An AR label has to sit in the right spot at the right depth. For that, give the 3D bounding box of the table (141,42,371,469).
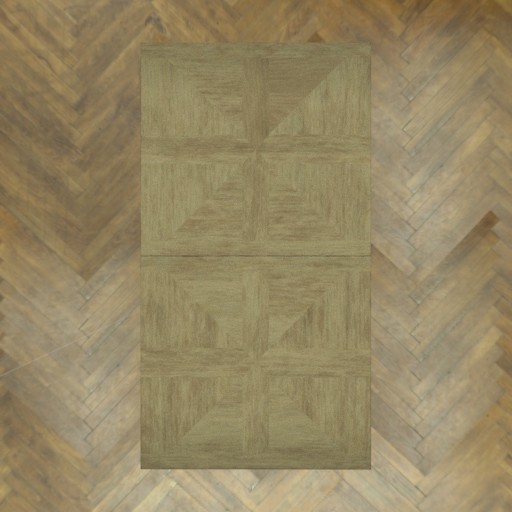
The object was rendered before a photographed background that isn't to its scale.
[{"bbox_3d":[0.000,0.000,2.337,1.016,0.768,1.881,0,90,0],"label":"table"}]
